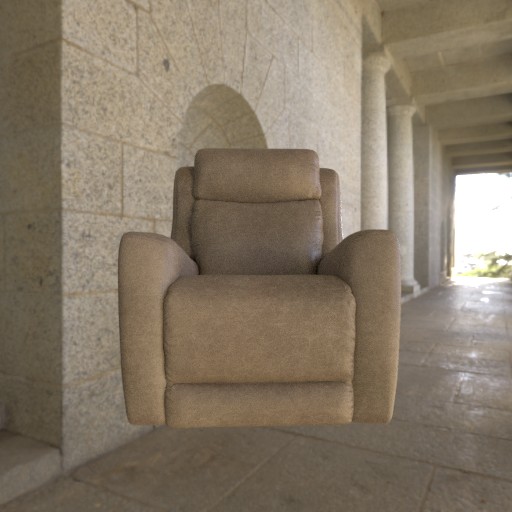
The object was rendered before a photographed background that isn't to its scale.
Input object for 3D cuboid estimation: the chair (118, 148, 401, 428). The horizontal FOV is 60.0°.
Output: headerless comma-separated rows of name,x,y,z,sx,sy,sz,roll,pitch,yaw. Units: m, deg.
chair,0.000,0.000,1.935,0.967,1.116,1.068,0,1,0
